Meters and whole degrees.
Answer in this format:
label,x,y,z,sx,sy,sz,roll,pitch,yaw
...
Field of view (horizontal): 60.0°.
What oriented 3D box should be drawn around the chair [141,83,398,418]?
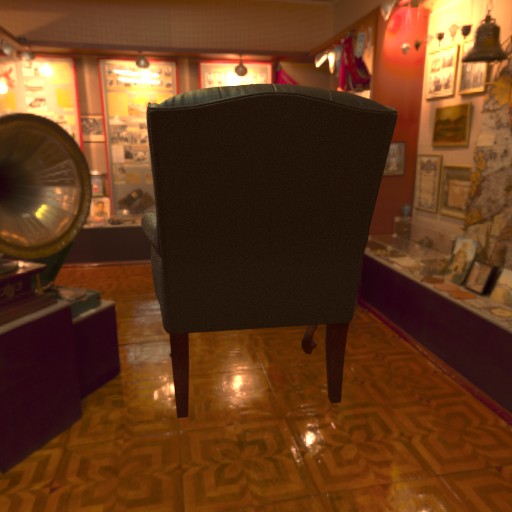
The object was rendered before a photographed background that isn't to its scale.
label,x,y,z,sx,sy,sz,roll,pitch,yaw
chair,0.000,0.000,1.623,0.838,1.111,0.762,-2,14,-9
